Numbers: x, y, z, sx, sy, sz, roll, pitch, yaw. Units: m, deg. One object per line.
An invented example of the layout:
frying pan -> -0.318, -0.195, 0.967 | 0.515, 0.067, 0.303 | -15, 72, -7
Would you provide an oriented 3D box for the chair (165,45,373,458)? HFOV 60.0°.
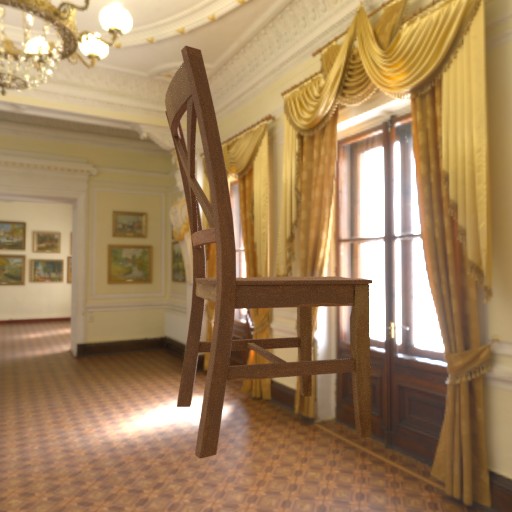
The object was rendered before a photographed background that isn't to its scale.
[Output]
chair -> 0.000, 0.000, 1.340 | 0.542, 0.983, 0.485 | 1, -2, -17
